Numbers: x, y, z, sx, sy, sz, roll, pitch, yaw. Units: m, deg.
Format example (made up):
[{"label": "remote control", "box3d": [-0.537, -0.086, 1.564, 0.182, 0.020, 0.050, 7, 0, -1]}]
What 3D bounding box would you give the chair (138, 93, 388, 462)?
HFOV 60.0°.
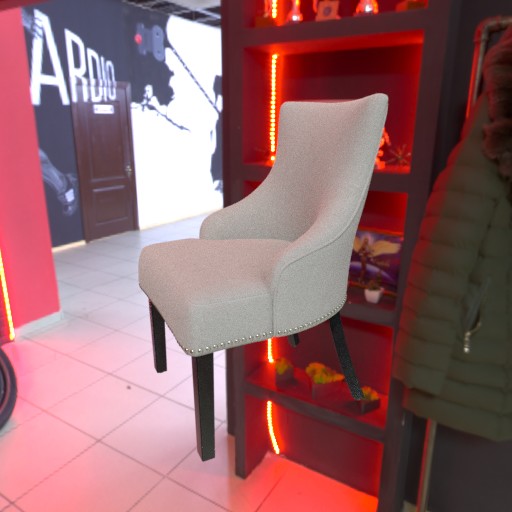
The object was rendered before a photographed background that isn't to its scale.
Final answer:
[{"label": "chair", "box3d": [0.000, 0.000, 1.336, 0.629, 0.909, 0.566, -8, 18, -25]}]
